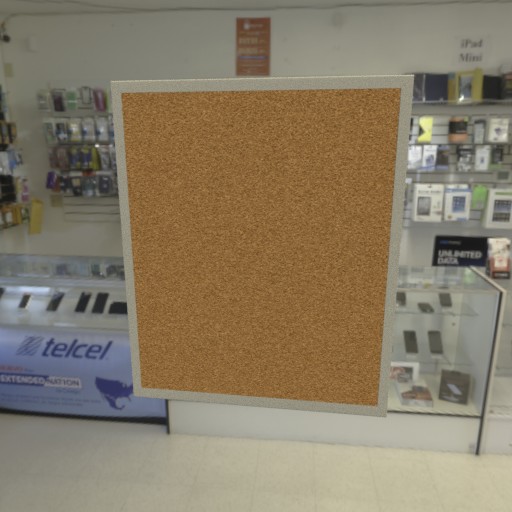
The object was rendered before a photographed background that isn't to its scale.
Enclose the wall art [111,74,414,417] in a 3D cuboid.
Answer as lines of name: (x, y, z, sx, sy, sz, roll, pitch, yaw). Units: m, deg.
wall art: (0.000, 0.000, 0.716, 0.444, 0.536, 0.020, 2, 14, 8)
